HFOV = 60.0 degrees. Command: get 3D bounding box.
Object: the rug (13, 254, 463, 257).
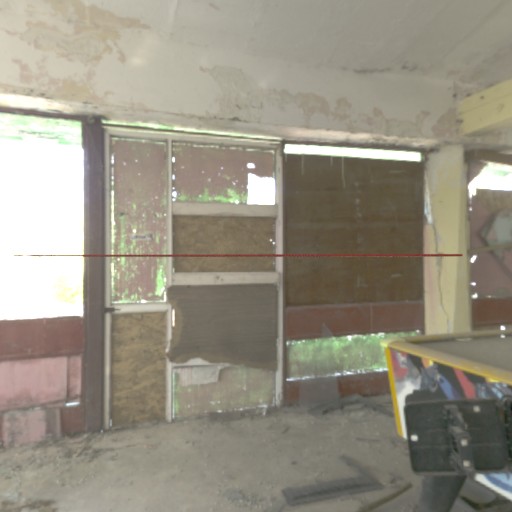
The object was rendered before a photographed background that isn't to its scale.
[{"bbox_3d":[0.000,0.000,3.990,3.053,0.013,2.387,0,0,16],"label":"rug"}]
